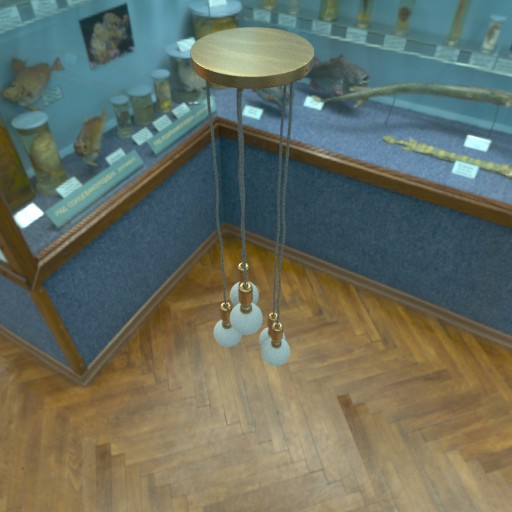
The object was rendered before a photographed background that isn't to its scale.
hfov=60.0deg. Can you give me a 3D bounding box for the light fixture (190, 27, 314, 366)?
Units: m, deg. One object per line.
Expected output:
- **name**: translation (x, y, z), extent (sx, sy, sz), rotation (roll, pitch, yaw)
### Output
- **light fixture**: translation (0.000, 0.000, 0.506), extent (0.105, 0.457, 0.108), rotation (24, 51, 22)
